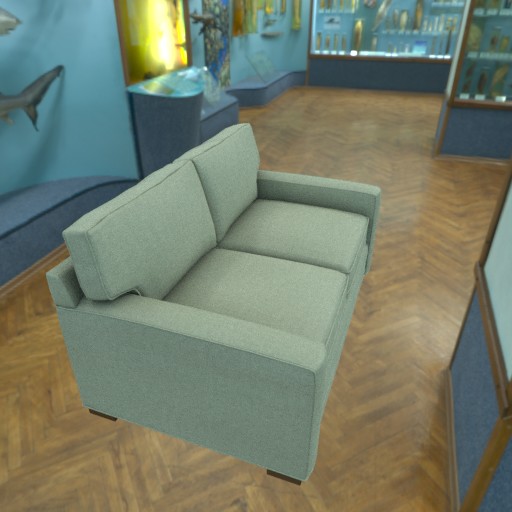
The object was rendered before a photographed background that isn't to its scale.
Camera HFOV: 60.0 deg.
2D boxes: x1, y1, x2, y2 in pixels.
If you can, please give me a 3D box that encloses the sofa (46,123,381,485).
[{"bbox_3d":[0.000,0.000,2.030,0.940,0.853,1.484,11,32,17],"label":"sofa"}]
